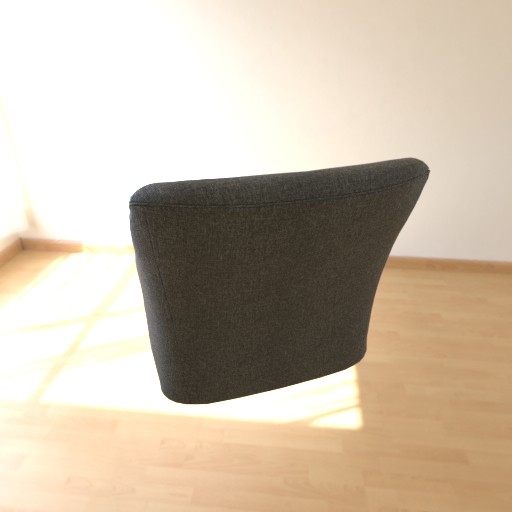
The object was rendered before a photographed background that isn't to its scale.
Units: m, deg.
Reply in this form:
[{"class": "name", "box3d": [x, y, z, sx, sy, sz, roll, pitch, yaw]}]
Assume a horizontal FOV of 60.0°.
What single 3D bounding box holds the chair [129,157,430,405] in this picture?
[{"class": "chair", "box3d": [0.000, 0.000, 1.610, 0.864, 0.856, 0.923, -9, 29, -17]}]
